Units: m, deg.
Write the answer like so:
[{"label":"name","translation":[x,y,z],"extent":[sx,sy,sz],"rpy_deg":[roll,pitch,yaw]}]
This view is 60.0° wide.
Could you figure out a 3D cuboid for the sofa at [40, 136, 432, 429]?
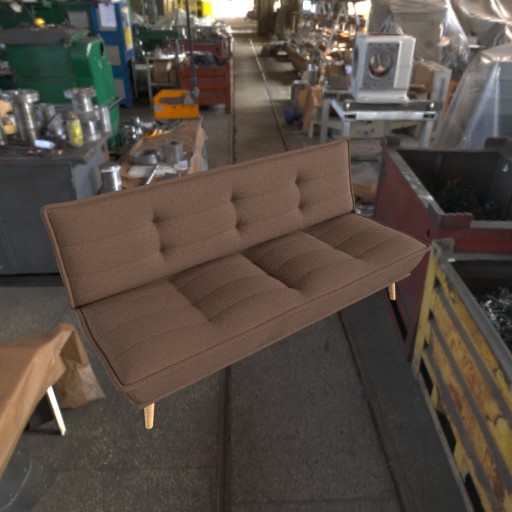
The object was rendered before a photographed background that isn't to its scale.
[{"label":"sofa","translation":[0.000,0.000,2.461],"extent":[1.940,0.890,0.950],"rpy_deg":[-20,36,-30]}]
